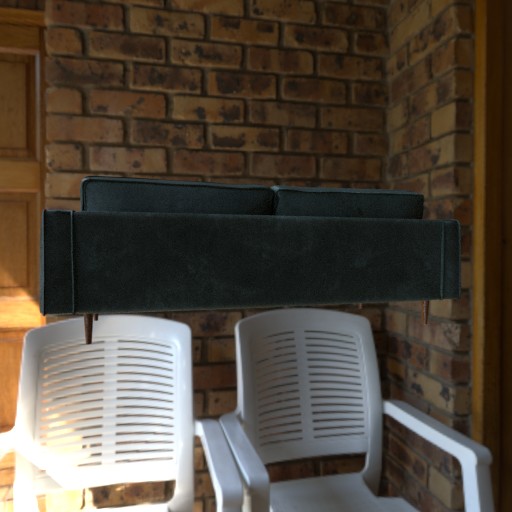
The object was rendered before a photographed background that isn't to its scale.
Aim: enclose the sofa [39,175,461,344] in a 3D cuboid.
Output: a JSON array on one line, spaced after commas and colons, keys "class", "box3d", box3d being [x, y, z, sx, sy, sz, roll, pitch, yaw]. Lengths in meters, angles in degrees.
[{"class": "sofa", "box3d": [0.000, 0.000, 2.607, 2.214, 0.781, 0.886, 0, 1, -17]}]
